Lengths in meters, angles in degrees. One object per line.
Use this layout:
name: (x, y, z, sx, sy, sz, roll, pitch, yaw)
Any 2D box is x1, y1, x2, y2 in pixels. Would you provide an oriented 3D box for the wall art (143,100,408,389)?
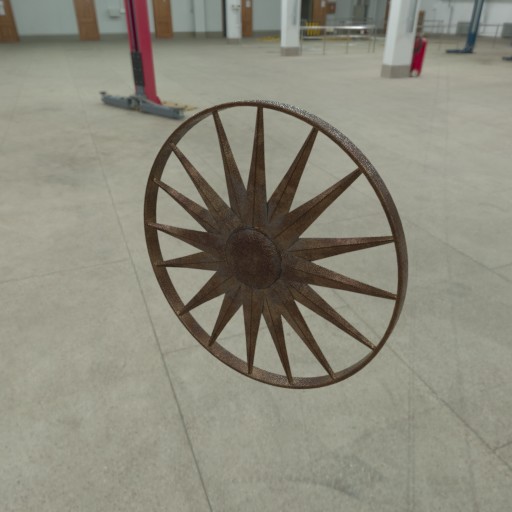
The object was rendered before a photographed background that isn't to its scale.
wall art: (0.000, 0.000, 0.877, 0.582, 0.583, 0.084, 17, 34, 28)
